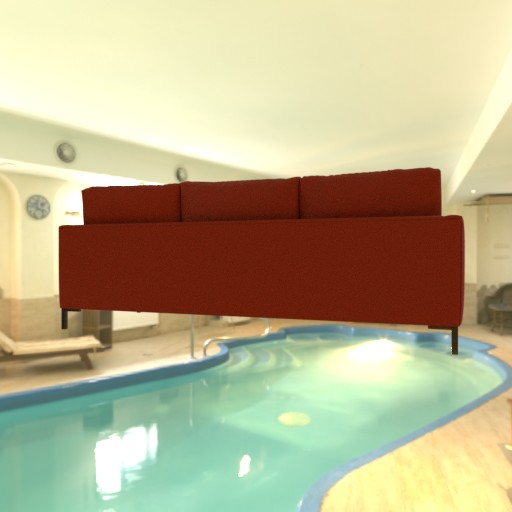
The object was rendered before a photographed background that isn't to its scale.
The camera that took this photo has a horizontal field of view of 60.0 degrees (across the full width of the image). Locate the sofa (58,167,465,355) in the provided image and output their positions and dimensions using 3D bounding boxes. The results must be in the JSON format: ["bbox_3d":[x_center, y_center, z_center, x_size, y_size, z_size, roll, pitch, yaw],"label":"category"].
[{"bbox_3d":[0.000,0.000,2.721,2.252,0.879,0.875,0,0,18],"label":"sofa"}]
